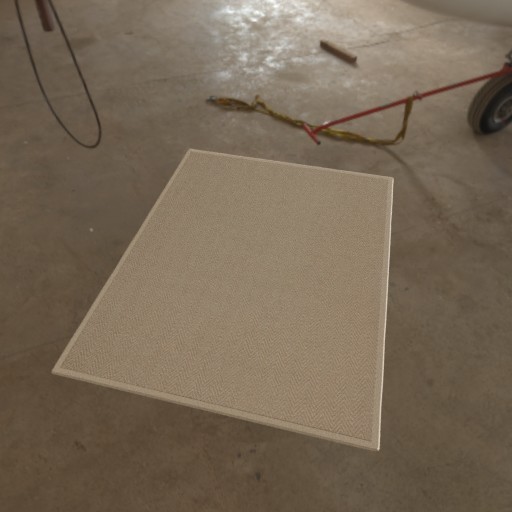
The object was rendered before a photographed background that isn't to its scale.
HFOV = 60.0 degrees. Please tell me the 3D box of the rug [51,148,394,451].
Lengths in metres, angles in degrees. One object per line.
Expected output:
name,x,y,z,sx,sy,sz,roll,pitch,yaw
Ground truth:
rug,0.000,0.000,4.114,2.407,0.020,3.051,10,48,9
